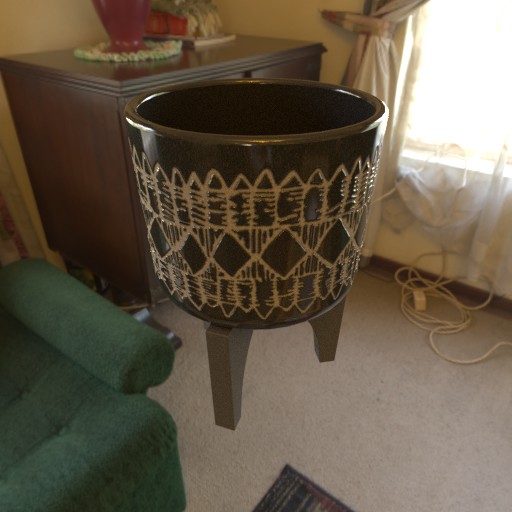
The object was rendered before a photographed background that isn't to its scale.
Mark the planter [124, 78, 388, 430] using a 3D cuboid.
[{"bbox_3d":[0.000,0.000,0.523,0.251,0.355,0.251,11,33,17],"label":"planter"}]
